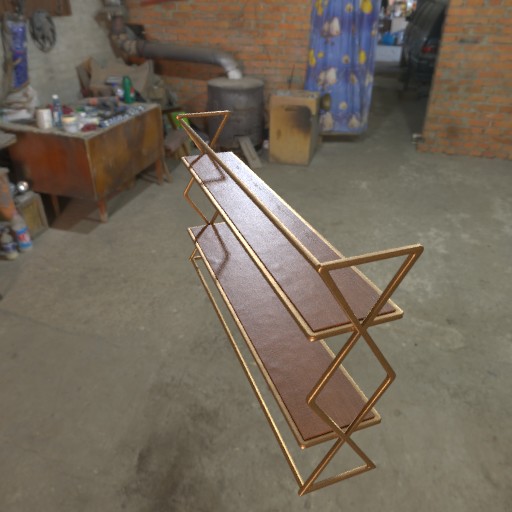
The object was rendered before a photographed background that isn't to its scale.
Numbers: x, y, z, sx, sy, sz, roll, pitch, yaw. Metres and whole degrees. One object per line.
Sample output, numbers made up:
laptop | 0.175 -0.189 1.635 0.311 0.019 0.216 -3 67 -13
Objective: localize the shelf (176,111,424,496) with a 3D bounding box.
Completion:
shelf | 0.000 0.000 0.981 0.150 0.450 0.822 -11 32 -17
